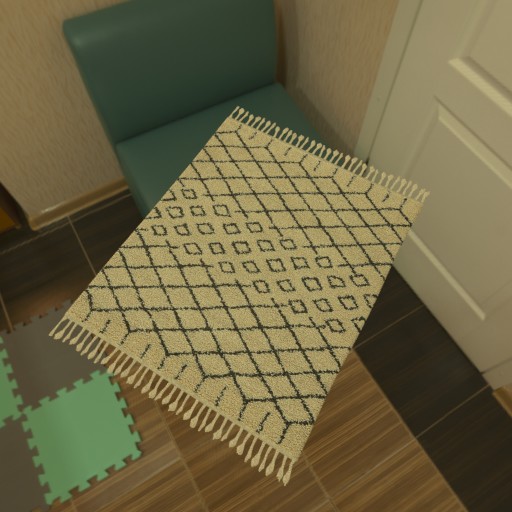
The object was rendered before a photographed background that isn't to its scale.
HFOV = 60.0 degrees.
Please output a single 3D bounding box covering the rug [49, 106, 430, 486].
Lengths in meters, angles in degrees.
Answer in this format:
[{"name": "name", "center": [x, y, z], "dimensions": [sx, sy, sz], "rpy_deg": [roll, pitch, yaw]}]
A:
[{"name": "rug", "center": [0.000, 0.000, 4.284], "dimensions": [2.388, 0.030, 3.213], "rpy_deg": [27, 66, 13]}]
